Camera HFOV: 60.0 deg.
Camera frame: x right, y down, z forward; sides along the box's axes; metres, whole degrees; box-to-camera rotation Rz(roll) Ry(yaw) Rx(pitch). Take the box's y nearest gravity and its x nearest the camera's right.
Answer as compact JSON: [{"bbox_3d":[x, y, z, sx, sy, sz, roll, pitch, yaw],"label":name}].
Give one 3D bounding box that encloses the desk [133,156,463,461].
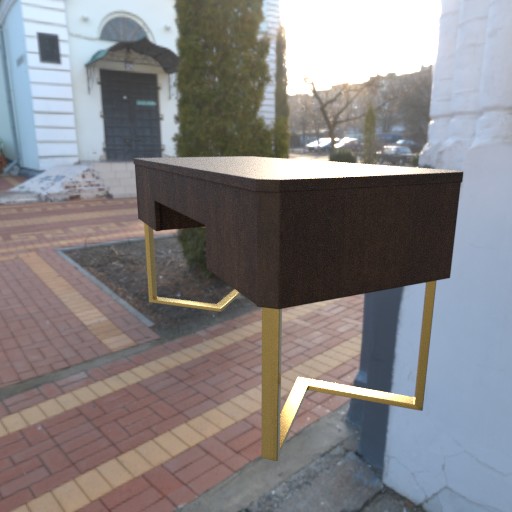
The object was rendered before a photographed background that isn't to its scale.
[{"bbox_3d":[0.000,0.000,1.851,0.684,0.762,1.479,-7,16,-25],"label":"desk"}]
